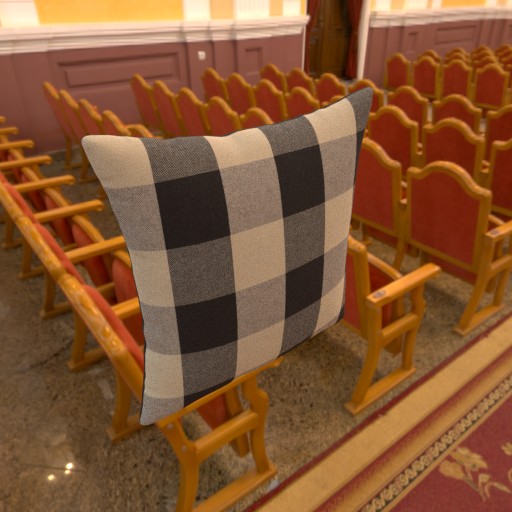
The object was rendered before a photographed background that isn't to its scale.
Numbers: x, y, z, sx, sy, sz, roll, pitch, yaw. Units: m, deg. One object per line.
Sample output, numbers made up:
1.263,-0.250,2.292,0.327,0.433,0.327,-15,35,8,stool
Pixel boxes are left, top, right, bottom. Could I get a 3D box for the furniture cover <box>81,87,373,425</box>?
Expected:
0.000,0.000,0.777,0.511,0.509,0.161,-21,37,-31,furniture cover
